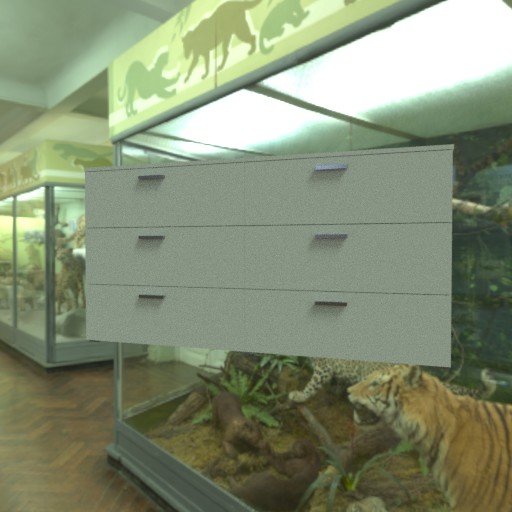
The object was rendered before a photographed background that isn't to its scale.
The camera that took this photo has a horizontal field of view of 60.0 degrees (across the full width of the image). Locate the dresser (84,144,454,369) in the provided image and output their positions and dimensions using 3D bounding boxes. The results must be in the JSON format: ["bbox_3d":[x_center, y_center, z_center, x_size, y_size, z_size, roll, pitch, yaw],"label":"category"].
[{"bbox_3d":[0.000,0.000,1.919,1.535,0.790,0.333,0,1,18],"label":"dresser"}]
